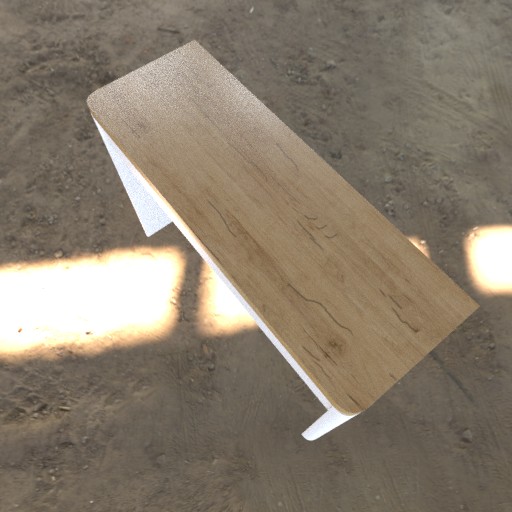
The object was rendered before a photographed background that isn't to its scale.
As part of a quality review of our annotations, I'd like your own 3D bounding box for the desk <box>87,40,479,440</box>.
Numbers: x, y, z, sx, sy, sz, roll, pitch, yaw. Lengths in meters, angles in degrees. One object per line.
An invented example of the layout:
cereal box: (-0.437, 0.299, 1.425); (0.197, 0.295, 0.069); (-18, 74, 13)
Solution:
desk: (0.000, 0.000, 1.456); (0.390, 0.760, 1.100); (-35, 69, -16)
